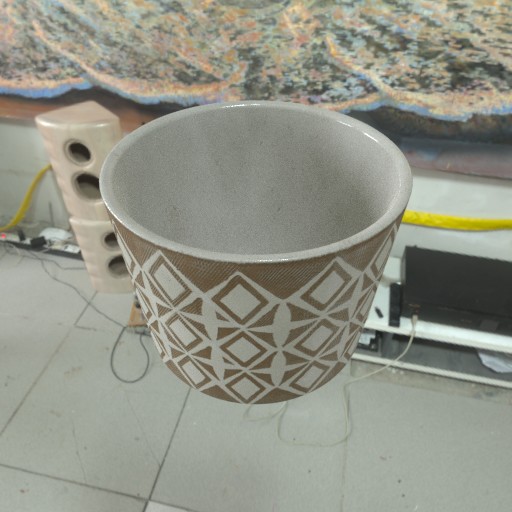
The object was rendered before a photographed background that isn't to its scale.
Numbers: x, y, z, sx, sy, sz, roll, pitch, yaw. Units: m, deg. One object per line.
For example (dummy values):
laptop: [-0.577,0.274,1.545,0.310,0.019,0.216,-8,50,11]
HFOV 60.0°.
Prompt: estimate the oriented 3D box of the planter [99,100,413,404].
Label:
planter: [0.000,0.000,0.452,0.260,0.220,0.260,0,41,0]
